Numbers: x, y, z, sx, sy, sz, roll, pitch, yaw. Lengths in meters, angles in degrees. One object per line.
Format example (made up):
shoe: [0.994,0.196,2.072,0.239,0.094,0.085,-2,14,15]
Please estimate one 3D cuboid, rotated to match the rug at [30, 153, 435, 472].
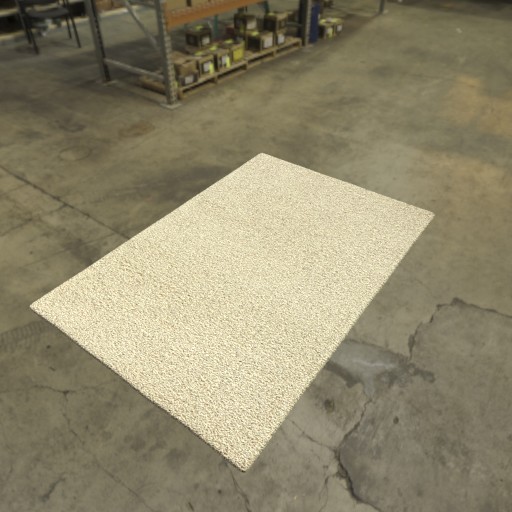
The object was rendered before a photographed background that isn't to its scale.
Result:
rug: [0.000,0.000,2.249,1.219,0.030,1.778,26,47,27]
